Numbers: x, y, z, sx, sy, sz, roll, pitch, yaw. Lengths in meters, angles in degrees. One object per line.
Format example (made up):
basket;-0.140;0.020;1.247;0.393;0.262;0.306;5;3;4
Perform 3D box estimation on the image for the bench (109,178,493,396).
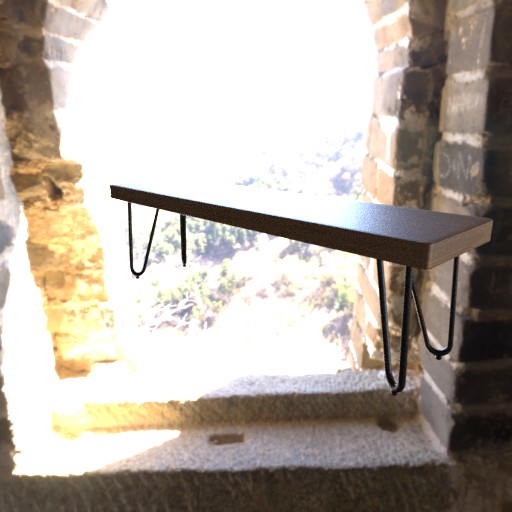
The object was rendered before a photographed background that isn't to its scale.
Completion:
bench;0.000;0.000;1.753;0.425;0.462;1.570;-15;22;-42
